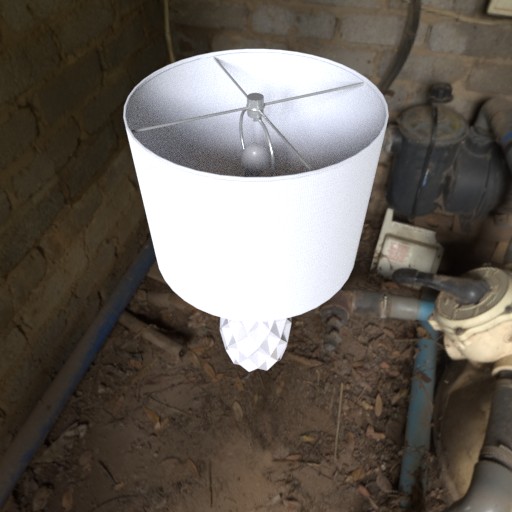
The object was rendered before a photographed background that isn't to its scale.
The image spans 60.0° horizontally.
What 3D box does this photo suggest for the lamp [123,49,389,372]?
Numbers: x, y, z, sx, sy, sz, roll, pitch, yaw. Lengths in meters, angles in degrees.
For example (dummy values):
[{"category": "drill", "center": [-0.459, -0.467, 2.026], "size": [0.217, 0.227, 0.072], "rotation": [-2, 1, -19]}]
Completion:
[{"category": "lamp", "center": [0.000, 0.000, 0.691], "size": [0.297, 0.522, 0.297], "rotation": [0, 46, 0]}]
